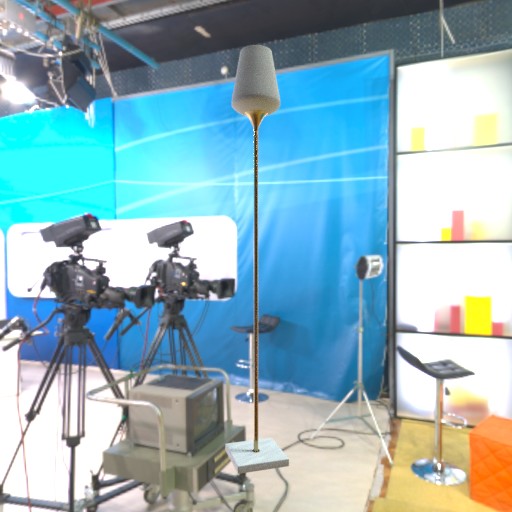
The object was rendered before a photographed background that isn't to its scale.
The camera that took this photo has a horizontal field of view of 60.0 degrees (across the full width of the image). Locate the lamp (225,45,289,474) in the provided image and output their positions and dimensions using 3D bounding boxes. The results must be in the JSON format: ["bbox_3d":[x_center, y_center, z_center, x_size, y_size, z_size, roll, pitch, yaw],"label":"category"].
[{"bbox_3d":[0.000,0.000,1.981,0.229,1.813,0.232,0,0,-17],"label":"lamp"}]
